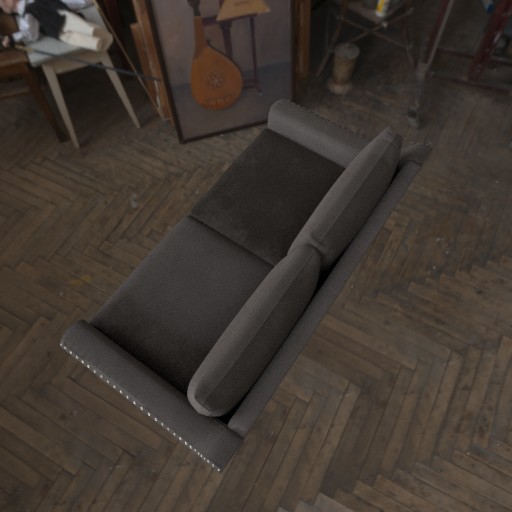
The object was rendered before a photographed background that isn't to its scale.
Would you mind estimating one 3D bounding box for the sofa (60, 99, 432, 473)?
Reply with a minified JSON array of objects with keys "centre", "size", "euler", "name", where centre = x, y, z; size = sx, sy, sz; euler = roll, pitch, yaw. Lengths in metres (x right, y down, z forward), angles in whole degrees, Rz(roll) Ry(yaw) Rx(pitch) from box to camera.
[{"centre":[0.000,0.000,3.210],"size":[1.336,1.196,2.550],"euler":[32,67,15],"name":"sofa"}]
